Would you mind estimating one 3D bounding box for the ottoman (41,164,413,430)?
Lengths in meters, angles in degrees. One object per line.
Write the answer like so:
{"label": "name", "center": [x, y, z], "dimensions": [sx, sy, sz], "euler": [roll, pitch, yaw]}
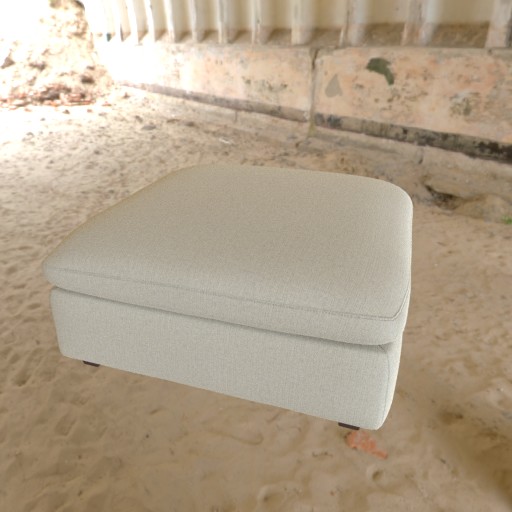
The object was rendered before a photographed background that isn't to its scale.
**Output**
{"label": "ottoman", "center": [0.000, 0.000, 1.526], "dimensions": [0.996, 0.467, 0.977], "euler": [8, 28, 16]}
